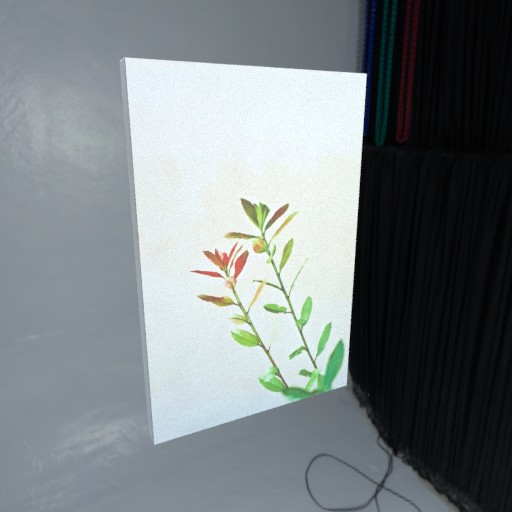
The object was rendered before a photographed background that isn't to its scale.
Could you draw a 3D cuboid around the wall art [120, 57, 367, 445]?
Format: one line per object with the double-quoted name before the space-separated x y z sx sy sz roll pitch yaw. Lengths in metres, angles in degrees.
"wall art" 0.000 0.000 0.776 0.408 0.611 0.038 -8 18 -25
